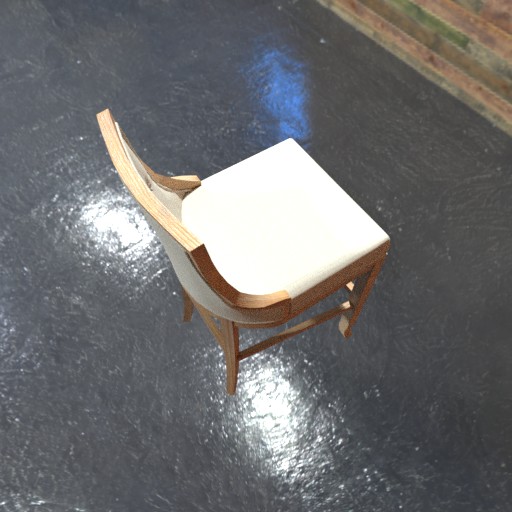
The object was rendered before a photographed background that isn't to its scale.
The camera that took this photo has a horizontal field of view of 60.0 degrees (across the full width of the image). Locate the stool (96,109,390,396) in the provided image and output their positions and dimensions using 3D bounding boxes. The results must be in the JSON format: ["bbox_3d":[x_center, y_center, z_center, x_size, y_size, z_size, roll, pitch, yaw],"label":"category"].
[{"bbox_3d":[0.000,0.000,1.433,0.626,1.101,0.524,-29,62,-17],"label":"stool"}]
